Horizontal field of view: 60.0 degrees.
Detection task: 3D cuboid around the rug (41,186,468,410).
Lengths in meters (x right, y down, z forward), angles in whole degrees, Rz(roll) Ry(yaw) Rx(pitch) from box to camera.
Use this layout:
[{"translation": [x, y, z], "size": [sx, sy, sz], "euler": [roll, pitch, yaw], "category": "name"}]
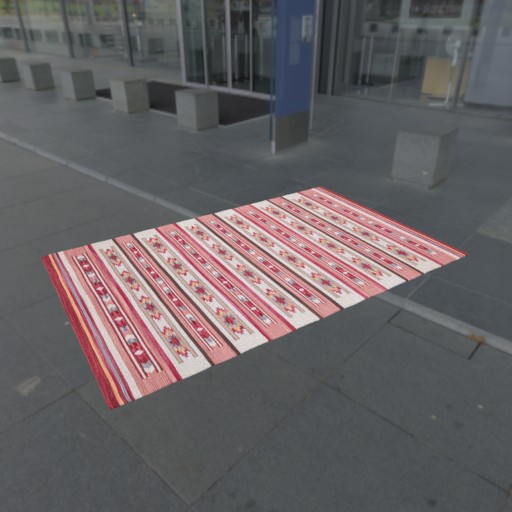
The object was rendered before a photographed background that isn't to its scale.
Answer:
[{"translation": [0.000, 0.000, 2.975], "size": [2.431, 0.010, 1.535], "euler": [-18, 34, -28], "category": "rug"}]
